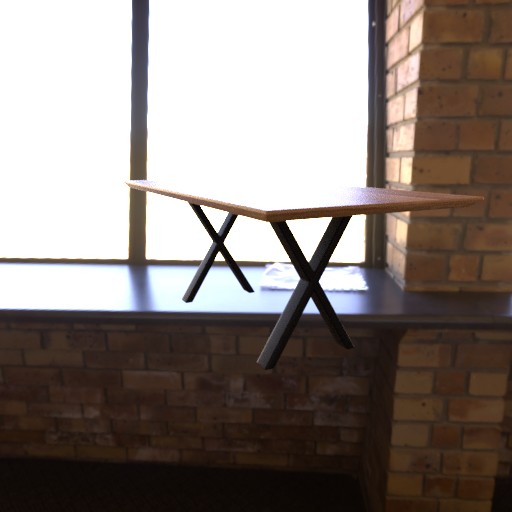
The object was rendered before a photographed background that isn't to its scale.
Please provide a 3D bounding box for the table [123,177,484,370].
[{"bbox_3d":[0.000,0.000,2.486,1.000,0.770,2.000,-7,14,-27],"label":"table"}]
